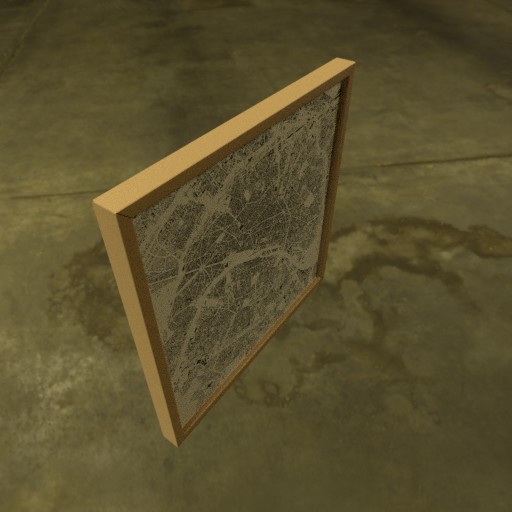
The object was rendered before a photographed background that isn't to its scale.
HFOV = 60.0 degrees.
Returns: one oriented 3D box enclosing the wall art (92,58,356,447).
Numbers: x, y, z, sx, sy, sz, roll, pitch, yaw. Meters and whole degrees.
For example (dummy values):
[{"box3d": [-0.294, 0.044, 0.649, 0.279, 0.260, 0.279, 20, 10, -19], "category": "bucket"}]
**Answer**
[{"box3d": [0.000, 0.000, 0.758, 0.036, 0.509, 0.509, 26, 49, 26], "category": "wall art"}]
